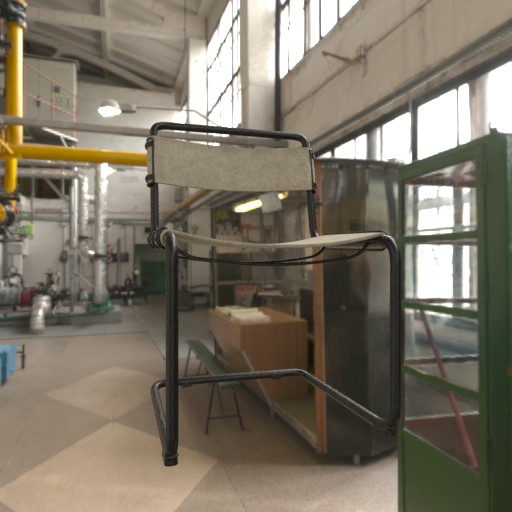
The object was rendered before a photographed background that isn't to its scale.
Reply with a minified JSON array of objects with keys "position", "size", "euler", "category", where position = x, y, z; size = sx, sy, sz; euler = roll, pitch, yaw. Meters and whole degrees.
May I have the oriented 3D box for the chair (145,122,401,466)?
[{"position":[0.000,0.000,1.063],"size":[0.499,0.747,0.497],"euler":[0,0,-17],"category":"chair"}]
